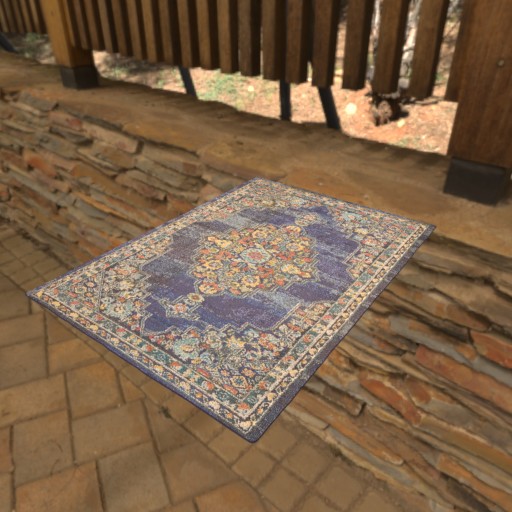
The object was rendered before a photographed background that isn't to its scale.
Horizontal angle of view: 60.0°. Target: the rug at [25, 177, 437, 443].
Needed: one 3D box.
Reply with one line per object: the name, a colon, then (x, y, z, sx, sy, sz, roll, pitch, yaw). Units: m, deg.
rug: (0.000, 0.000, 2.861, 1.630, 0.009, 2.232, 21, 37, 30)
